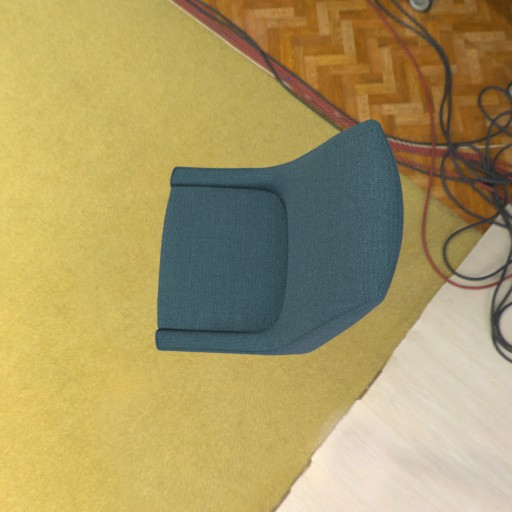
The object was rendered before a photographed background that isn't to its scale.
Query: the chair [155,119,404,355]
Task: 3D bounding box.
[{"bbox_3d":[0.000,0.000,1.217,0.544,0.861,0.529,2,76,1],"label":"chair"}]
